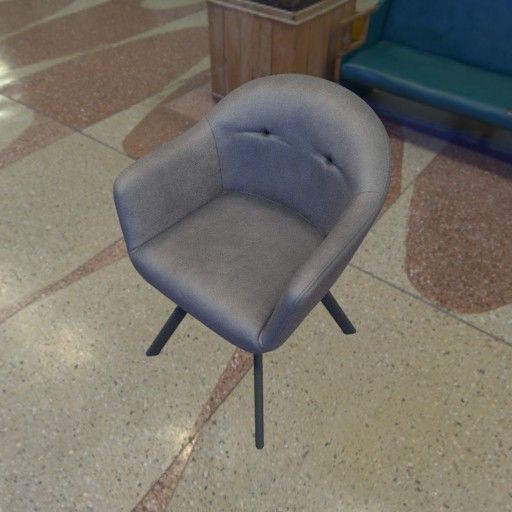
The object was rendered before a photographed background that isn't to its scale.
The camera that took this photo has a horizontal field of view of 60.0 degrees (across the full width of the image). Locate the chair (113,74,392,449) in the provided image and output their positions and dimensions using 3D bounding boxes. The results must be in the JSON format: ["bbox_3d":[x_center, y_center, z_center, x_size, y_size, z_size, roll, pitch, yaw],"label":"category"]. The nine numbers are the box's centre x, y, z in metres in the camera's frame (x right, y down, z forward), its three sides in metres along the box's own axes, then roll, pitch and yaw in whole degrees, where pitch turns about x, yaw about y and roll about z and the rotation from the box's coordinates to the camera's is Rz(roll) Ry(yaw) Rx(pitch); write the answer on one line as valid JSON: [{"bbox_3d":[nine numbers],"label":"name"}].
[{"bbox_3d":[0.000,0.000,1.185,0.567,0.781,0.544,31,53,27],"label":"chair"}]
